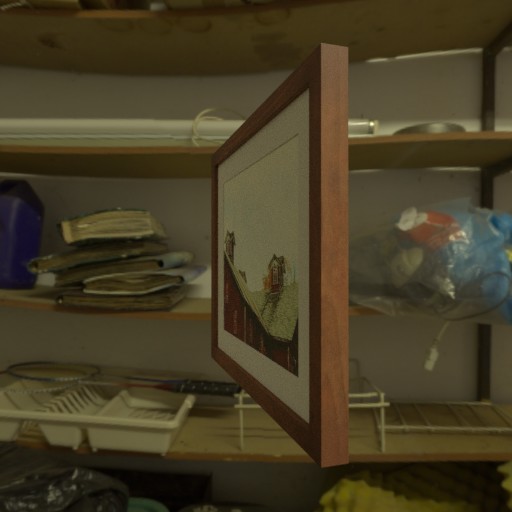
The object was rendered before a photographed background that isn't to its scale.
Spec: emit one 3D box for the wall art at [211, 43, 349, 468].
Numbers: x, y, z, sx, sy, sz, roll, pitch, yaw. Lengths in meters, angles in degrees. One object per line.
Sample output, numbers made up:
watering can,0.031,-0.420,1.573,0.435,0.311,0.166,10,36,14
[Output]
wall art,0.000,0.000,0.747,0.033,0.457,0.558,0,0,-18
